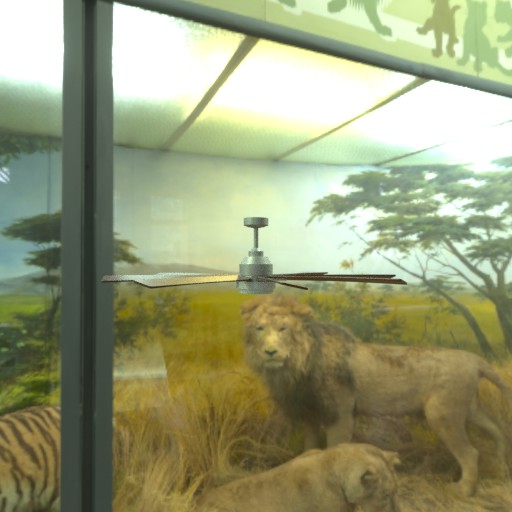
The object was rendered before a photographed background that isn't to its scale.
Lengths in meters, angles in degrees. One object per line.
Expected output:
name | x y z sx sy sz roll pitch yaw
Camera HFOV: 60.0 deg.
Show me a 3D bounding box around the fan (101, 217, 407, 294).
fan | 0.000 0.000 2.768 1.830 0.472 1.830 0 -1 35
